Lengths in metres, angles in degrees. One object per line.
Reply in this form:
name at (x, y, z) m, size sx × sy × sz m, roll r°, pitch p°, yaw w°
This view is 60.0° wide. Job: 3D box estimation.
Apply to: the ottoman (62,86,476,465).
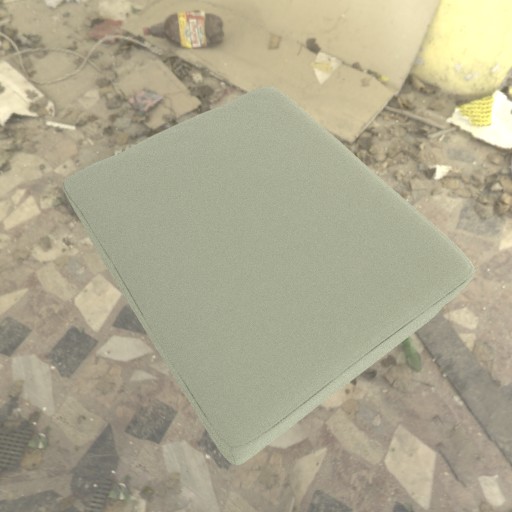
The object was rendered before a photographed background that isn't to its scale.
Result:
ottoman at (0.000, 0.000, 1.465) m, size 0.842 × 0.494 × 0.991 m, roll -31°, pitch 63°, yaw -18°
